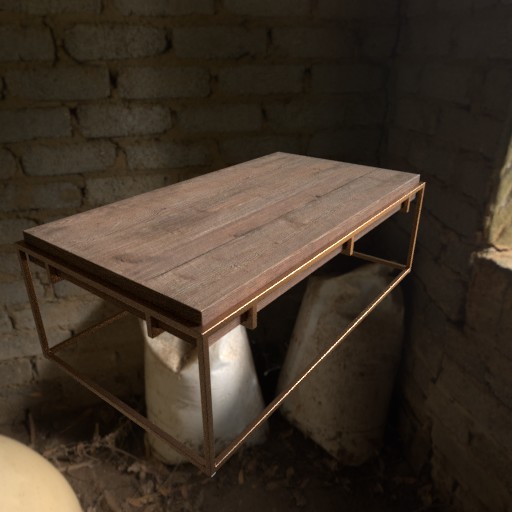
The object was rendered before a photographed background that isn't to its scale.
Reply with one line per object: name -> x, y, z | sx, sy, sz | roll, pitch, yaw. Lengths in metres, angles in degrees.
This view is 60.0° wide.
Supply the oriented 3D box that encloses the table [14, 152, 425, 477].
table -> 0.000, 0.000, 1.704 | 0.775, 0.468, 1.387 | 18, 31, 33
